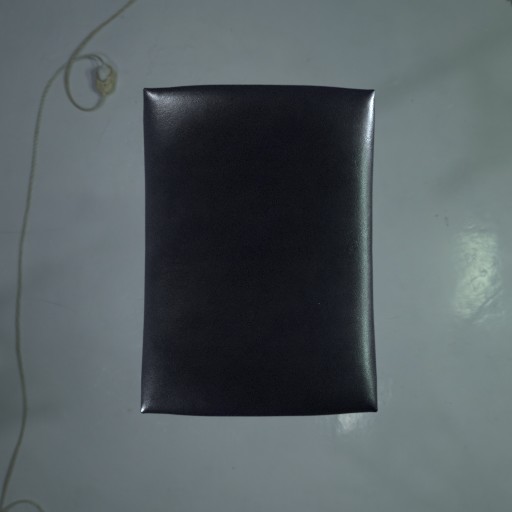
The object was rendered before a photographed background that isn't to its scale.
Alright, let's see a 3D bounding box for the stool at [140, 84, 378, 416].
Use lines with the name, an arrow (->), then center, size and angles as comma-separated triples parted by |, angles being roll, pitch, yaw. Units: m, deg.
stool -> 0.000, 0.000, 1.008 | 0.372, 0.742, 0.504 | 0, 88, -1
